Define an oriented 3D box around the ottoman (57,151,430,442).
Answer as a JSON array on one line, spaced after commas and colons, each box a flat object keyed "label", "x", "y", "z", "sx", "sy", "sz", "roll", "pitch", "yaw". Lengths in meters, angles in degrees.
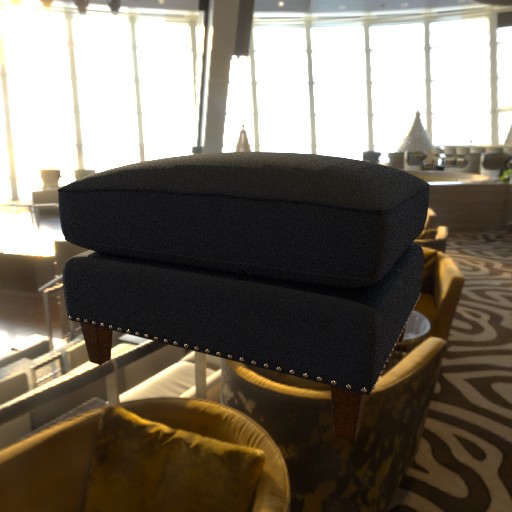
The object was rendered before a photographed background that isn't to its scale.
[{"label": "ottoman", "x": 0.000, "y": 0.000, "z": 1.117, "sx": 0.741, "sy": 0.513, "sz": 0.584, "roll": 7, "pitch": 16, "yaw": 27}]
